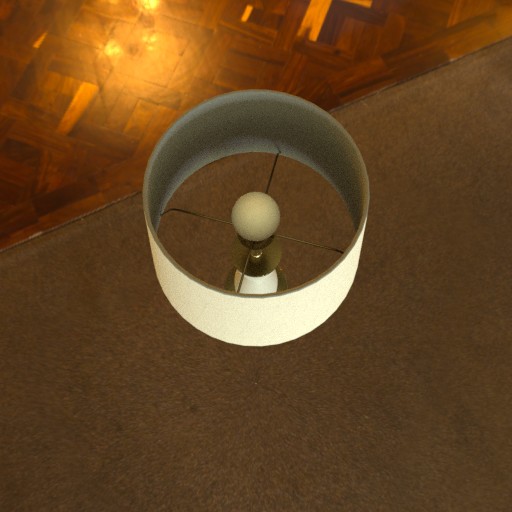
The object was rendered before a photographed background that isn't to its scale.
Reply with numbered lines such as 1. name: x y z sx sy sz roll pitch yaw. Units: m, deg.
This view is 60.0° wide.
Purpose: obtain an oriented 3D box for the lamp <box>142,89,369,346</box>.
1. lamp: 0.000 0.000 0.739 0.309 0.545 0.309 0 74 0
